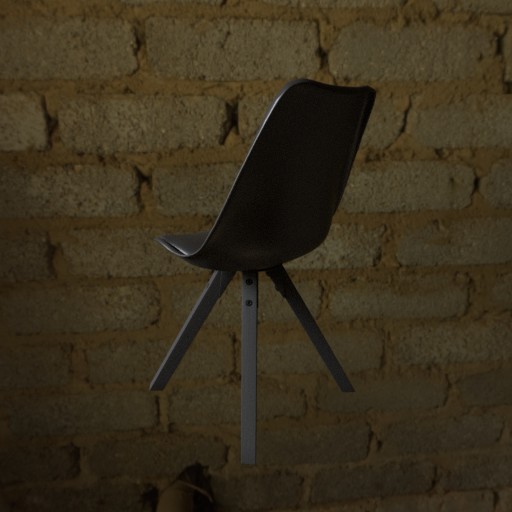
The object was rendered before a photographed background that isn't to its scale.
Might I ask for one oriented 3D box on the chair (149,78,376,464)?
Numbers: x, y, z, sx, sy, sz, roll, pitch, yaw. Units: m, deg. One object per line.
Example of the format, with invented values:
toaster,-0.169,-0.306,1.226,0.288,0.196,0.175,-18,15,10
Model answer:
chair,0.000,0.000,1.198,0.485,0.850,0.530,-16,23,-42
